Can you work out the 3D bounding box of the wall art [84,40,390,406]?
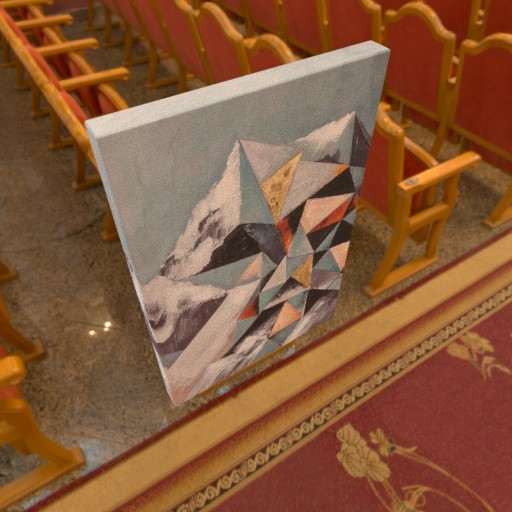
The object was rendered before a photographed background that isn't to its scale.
[{"bbox_3d":[0.000,0.000,1.124,0.609,0.911,0.061,-25,51,-22],"label":"wall art"}]
